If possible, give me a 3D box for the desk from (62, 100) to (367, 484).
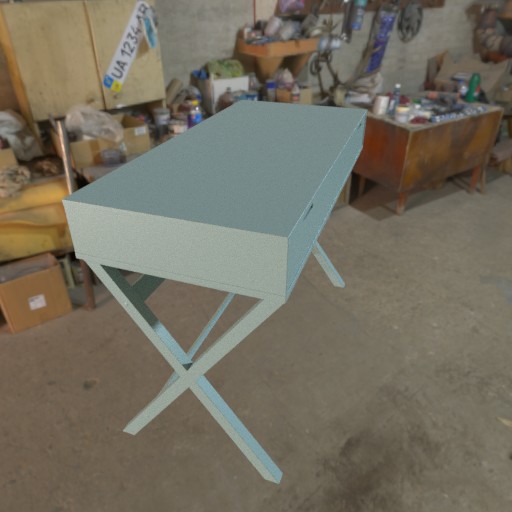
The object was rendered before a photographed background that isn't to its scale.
[{"bbox_3d":[0.000,0.000,1.503,0.509,0.780,1.059,11,33,17],"label":"desk"}]
